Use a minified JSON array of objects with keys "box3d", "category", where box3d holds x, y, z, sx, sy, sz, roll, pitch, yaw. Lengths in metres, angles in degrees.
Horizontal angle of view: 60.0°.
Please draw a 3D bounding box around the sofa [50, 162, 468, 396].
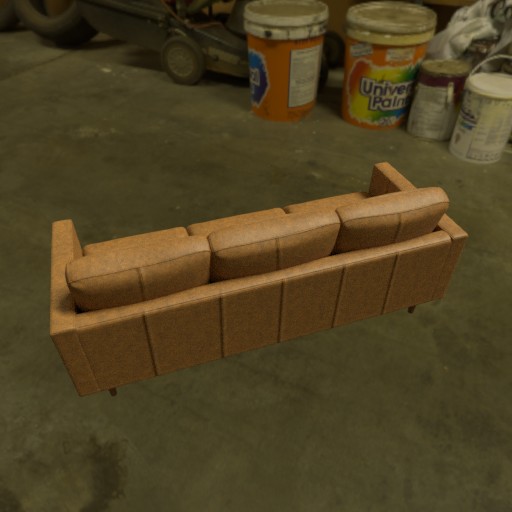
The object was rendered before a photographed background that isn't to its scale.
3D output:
[{"box3d":[0.000,0.000,2.691,2.231,0.930,0.903,-12,43,-14],"category":"sofa"}]
